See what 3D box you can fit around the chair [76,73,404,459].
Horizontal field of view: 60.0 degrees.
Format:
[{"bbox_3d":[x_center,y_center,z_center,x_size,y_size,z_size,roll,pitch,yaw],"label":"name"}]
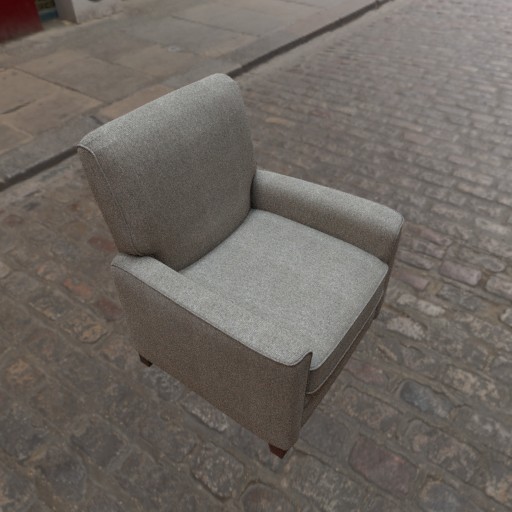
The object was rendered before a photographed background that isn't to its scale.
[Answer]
[{"bbox_3d":[0.000,0.000,1.632,0.858,1.028,0.841,25,48,25],"label":"chair"}]
